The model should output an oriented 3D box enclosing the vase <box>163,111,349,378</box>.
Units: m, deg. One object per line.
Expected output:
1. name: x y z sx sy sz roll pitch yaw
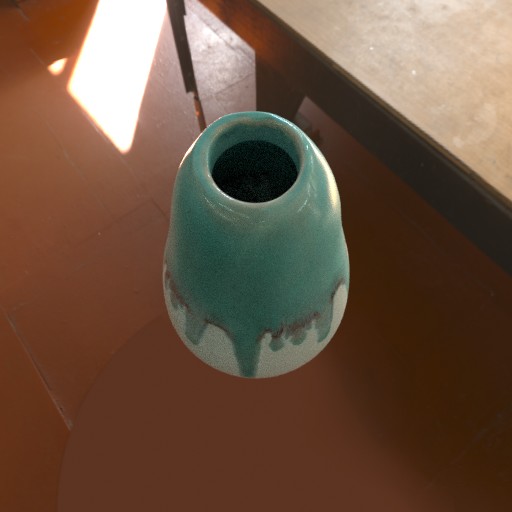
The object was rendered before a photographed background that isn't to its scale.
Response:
1. vase: 0.000 0.000 0.248 0.116 0.179 0.116 0 64 0
